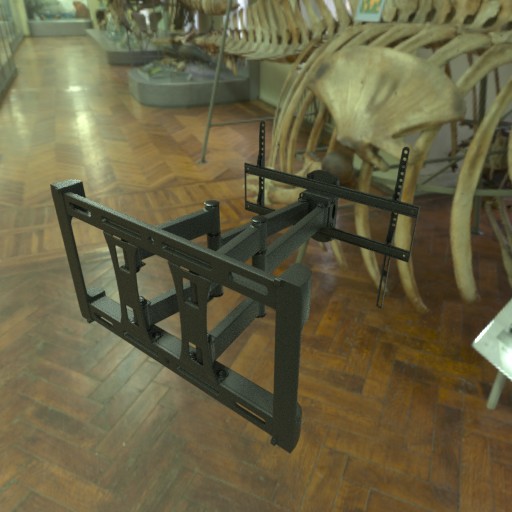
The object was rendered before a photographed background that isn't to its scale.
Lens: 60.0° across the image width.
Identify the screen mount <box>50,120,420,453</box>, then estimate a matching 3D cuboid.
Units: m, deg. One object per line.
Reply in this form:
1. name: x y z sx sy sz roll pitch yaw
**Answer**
1. screen mount: 0.000 0.000 0.964 0.571 0.424 0.556 21 36 32
